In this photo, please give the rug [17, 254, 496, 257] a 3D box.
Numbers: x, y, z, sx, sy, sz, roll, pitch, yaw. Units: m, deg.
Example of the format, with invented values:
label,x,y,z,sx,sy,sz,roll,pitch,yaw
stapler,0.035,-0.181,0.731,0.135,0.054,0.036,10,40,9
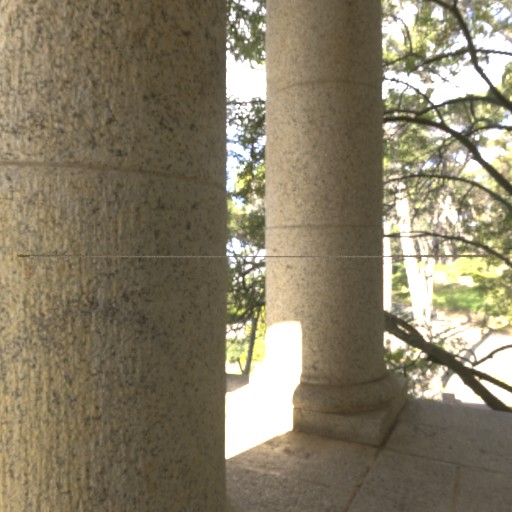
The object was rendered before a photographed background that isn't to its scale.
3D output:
label,x,y,z,sx,sy,sz,roll,pitch,yaw
rug,0.000,0.000,2.286,1.875,0.013,1.162,0,0,-2
